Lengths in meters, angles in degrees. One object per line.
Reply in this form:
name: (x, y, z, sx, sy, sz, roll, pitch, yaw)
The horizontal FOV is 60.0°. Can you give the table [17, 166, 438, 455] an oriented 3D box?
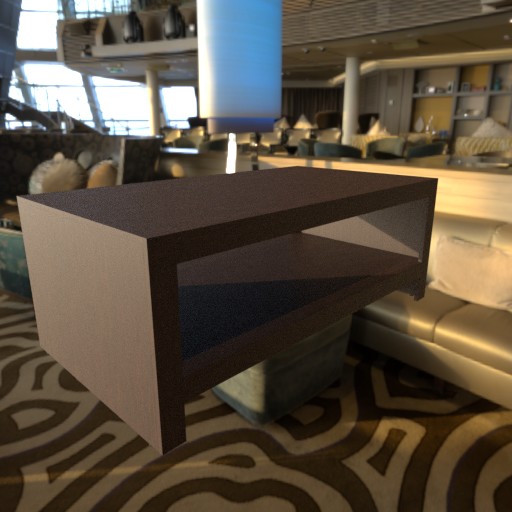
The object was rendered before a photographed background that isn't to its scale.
table: (0.000, 0.000, 1.344, 0.597, 0.424, 1.099, 16, 23, 42)
